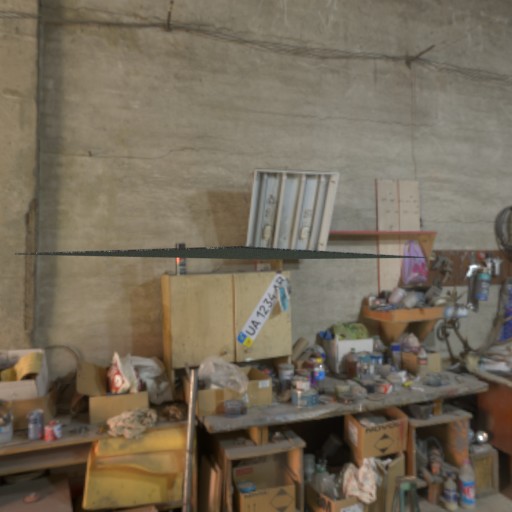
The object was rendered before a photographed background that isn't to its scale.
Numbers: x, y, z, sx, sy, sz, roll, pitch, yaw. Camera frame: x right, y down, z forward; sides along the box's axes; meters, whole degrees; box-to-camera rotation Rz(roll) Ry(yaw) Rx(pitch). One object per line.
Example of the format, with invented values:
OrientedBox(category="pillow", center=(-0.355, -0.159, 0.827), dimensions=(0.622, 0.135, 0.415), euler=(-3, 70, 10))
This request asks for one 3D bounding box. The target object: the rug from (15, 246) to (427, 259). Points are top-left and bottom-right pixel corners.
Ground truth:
OrientedBox(category="rug", center=(0.000, 0.000, 2.274), dimensions=(1.219, 0.005, 1.828), euler=(-1, -2, 36))
